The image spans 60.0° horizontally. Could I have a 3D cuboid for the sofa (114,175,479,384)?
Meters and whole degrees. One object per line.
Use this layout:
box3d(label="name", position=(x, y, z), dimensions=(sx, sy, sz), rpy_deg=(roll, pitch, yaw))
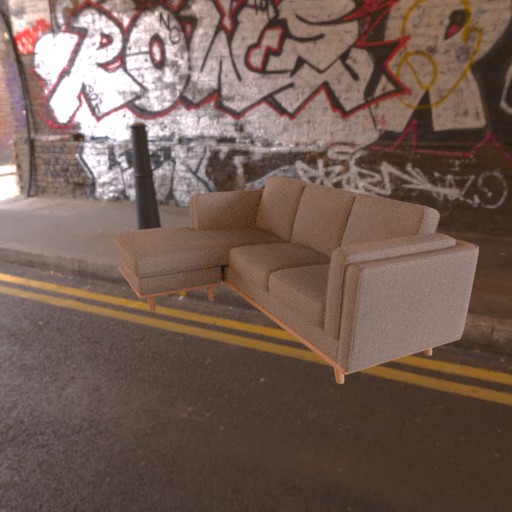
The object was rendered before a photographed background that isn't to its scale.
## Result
box3d(label="sofa", position=(0.000, 0.000, 3.176), dimensions=(1.604, 0.929, 2.411), rpy_deg=(-8, 18, -26))
